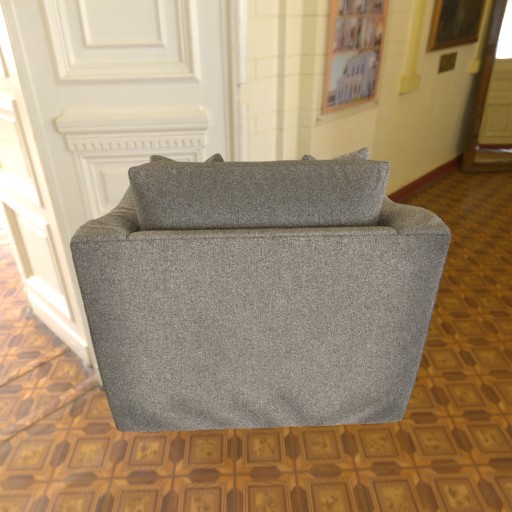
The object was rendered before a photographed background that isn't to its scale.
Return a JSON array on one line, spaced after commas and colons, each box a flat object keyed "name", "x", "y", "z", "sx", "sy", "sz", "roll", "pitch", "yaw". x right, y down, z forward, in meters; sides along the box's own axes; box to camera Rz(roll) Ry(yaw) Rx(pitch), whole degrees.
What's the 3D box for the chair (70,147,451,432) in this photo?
[{"name": "chair", "x": 0.000, "y": 0.000, "z": 1.963, "sx": 1.194, "sy": 1.059, "sz": 1.071, "roll": -1, "pitch": 30, "yaw": -2}]
